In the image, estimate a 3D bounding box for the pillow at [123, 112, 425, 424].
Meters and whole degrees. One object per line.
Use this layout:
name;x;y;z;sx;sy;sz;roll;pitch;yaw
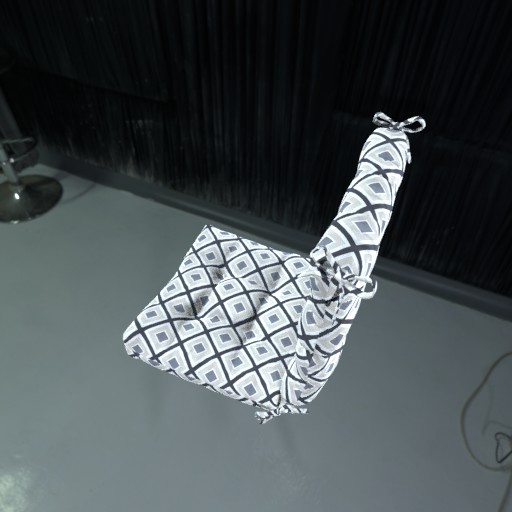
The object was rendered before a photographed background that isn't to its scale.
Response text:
pillow;0.000;0.000;1.050;0.571;0.605;0.519;17;49;16
